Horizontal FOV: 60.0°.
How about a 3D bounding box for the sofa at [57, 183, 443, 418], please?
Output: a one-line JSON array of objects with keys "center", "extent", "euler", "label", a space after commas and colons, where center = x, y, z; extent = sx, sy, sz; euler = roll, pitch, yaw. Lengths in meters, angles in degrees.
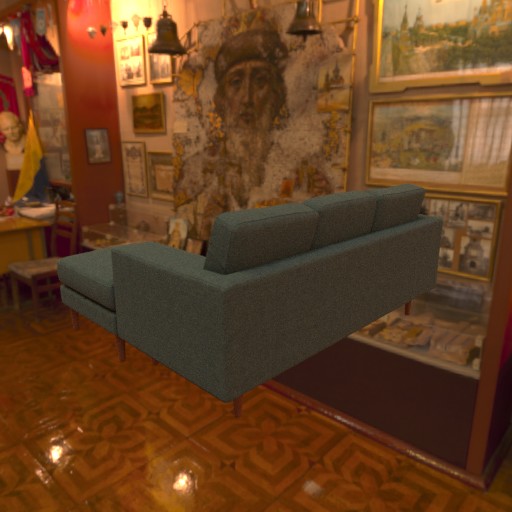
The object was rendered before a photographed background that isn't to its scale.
[{"center": [0.000, 0.000, 3.011], "extent": [1.667, 0.957, 2.055], "euler": [15, 21, 43], "label": "sofa"}]
